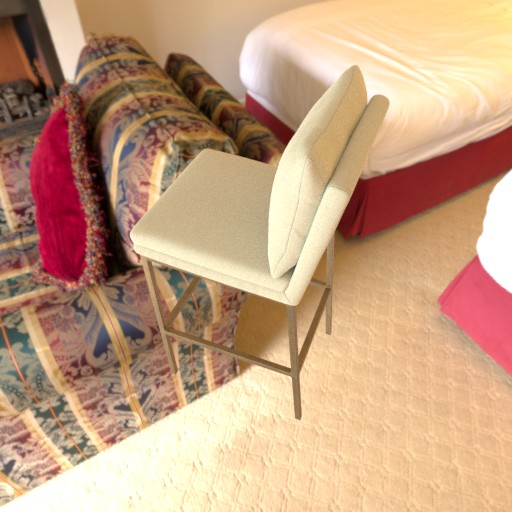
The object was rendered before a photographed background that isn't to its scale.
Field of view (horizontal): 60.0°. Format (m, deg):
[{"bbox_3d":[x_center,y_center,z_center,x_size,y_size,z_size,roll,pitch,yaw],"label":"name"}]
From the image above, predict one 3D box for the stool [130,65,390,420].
[{"bbox_3d":[0.000,0.000,1.425,0.572,1.125,0.463,17,49,15],"label":"stool"}]
